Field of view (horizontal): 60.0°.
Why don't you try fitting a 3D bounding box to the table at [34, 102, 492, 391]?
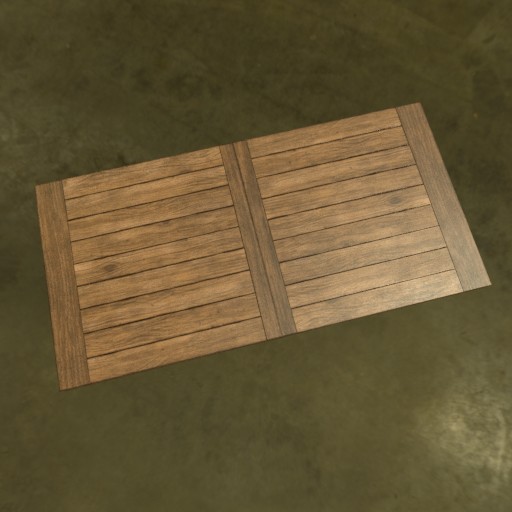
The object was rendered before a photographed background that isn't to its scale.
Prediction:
[{"bbox_3d":[0.000,0.000,2.339,1.867,0.757,0.931,-13,75,-4],"label":"table"}]
